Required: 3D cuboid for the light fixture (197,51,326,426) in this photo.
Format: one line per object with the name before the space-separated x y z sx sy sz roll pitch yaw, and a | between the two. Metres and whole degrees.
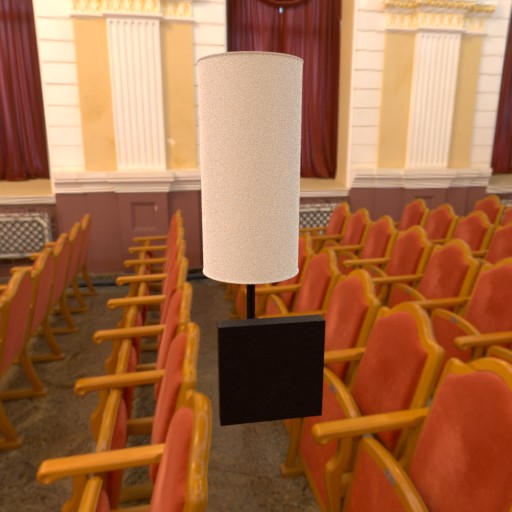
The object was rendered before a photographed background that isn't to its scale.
light fixture | 0.000 0.000 0.552 0.128 0.462 0.208 -2 14 -10
